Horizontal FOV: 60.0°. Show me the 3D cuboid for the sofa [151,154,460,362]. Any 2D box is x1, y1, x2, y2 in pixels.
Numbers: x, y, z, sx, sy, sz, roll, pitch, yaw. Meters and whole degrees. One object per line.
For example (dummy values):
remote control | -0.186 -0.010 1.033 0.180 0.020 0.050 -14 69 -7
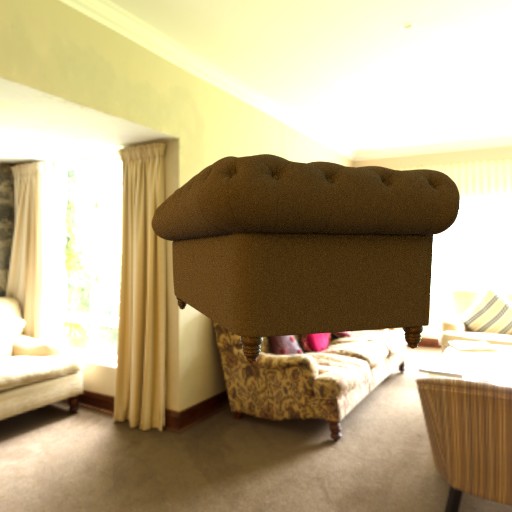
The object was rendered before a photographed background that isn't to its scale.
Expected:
sofa | 0.000 0.000 2.455 0.986 0.764 1.998 0 1 -19
